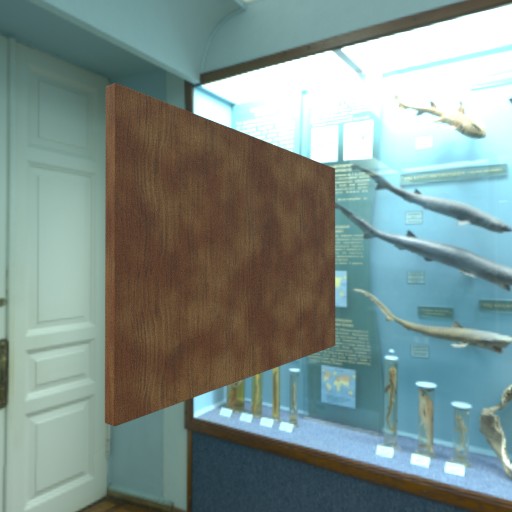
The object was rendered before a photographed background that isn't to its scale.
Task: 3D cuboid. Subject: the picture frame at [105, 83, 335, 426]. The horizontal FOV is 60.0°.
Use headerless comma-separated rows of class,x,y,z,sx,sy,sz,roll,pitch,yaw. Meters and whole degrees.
picture frame,0.000,0.000,1.222,0.029,0.640,0.950,0,-1,35
